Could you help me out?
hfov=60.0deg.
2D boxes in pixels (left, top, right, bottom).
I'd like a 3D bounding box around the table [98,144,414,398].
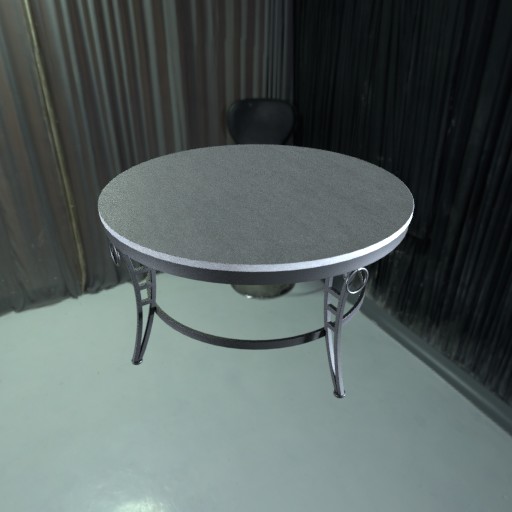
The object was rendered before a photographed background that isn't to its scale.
[{"bbox_3d":[0.000,0.000,1.422,0.889,0.470,0.889,0,30,0],"label":"table"}]
